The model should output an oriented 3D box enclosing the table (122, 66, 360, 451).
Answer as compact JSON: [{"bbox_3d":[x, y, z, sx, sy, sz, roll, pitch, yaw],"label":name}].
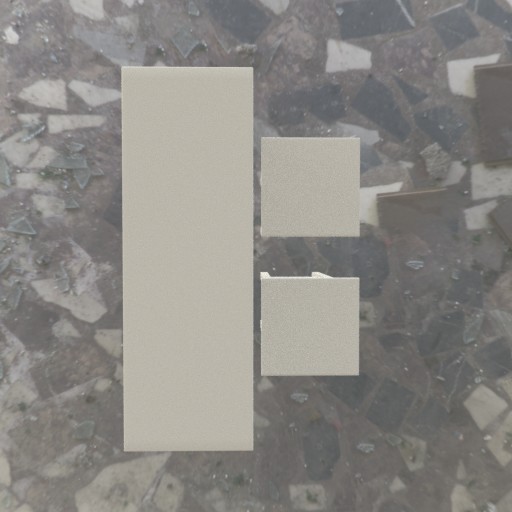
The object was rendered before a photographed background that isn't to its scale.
[{"bbox_3d":[0.000,0.000,1.589,0.650,1.065,0.915,0,91,-1],"label":"table"}]
